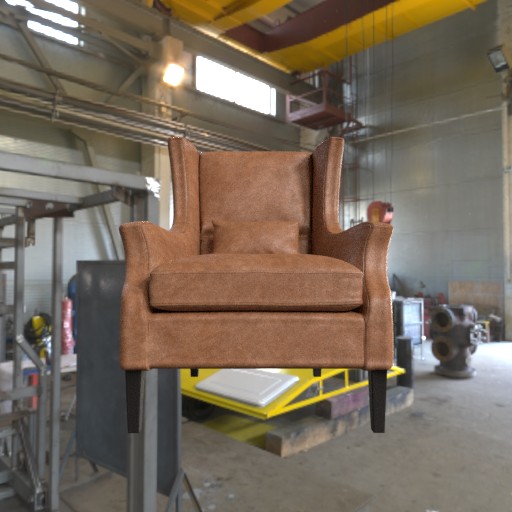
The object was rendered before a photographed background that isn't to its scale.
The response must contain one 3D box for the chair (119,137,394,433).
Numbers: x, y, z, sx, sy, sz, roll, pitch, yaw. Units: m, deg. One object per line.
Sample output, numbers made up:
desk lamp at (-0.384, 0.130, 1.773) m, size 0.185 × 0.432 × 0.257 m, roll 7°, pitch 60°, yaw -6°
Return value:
chair at (0.000, 0.000, 1.684) m, size 0.853 × 1.016 × 0.926 m, roll 0°, pitch -2°, yaw 0°
